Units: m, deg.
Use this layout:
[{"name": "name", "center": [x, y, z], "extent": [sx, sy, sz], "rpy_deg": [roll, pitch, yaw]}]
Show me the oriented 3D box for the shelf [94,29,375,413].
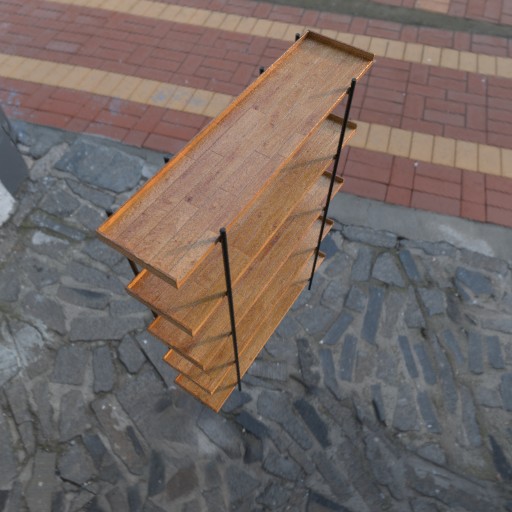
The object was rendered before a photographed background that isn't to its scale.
[{"name": "shelf", "center": [0.000, 0.000, 2.444], "extent": [0.379, 1.826, 1.371], "rpy_deg": [30, 62, 17]}]
